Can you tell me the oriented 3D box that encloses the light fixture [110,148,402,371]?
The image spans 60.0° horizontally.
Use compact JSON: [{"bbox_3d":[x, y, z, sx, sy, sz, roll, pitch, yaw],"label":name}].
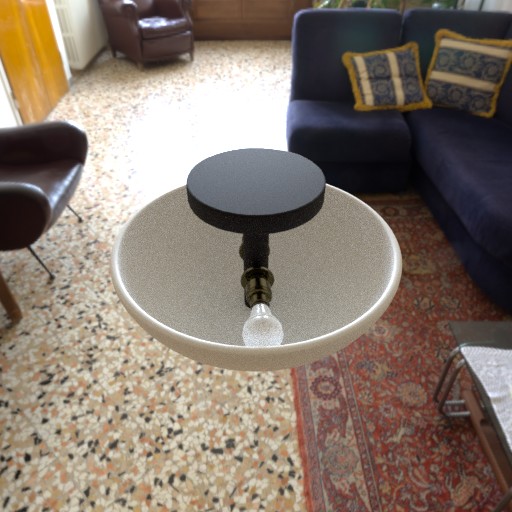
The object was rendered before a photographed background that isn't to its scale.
[{"bbox_3d":[0.000,0.000,0.531,0.331,0.212,0.331,0,39,0],"label":"light fixture"}]
